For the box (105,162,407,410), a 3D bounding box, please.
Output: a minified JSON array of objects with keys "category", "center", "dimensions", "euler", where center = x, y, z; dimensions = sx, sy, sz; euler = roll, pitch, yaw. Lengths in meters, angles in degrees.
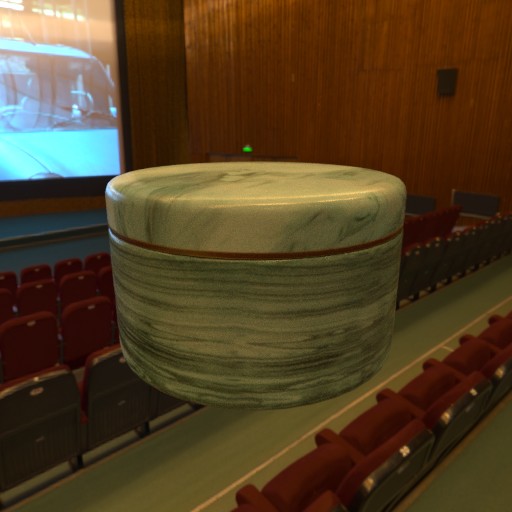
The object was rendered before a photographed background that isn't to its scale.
[{"category":"box","center":[0.000,0.000,0.164],"dimensions":[0.101,0.063,0.101],"euler":[0,17,0]}]
